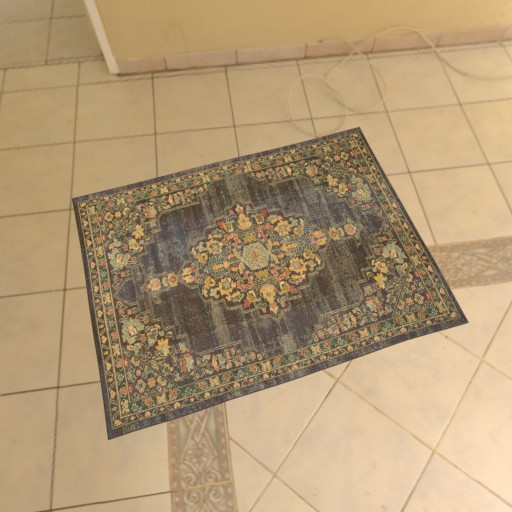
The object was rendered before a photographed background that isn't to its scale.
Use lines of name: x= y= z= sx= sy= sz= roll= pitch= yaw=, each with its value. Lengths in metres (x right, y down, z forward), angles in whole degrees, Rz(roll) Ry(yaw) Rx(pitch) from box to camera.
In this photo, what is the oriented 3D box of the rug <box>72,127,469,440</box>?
rug: x=0.000 y=0.000 z=4.761 sx=3.612 sy=0.035 sz=2.716 roll=-16 pitch=64 yaw=-8
